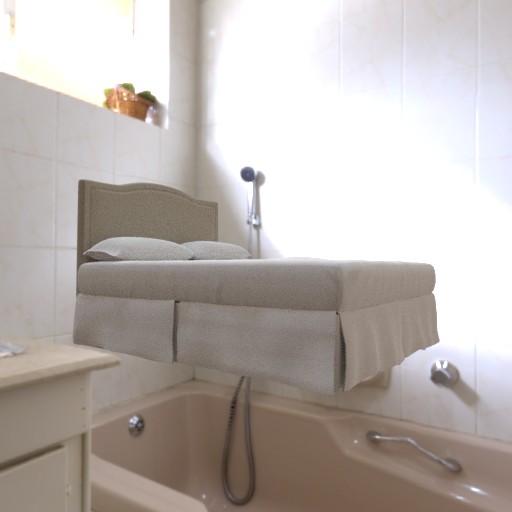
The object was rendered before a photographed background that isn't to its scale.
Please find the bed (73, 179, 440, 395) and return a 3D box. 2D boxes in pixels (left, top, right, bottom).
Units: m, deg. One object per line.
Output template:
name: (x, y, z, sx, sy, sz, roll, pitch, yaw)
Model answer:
bed: (0.000, 0.000, 3.655, 2.477, 1.437, 1.977, -1, -1, 36)
